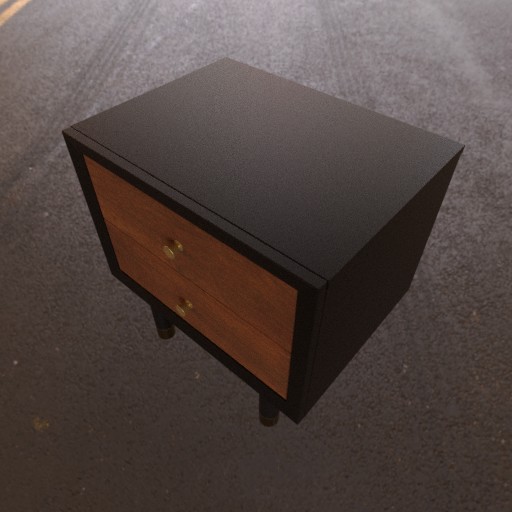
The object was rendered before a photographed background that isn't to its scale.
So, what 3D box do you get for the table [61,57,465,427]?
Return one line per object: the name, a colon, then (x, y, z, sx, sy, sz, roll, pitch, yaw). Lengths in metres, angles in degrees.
table: (0.000, 0.000, 0.979, 0.564, 0.584, 0.441, 32, 54, 27)
